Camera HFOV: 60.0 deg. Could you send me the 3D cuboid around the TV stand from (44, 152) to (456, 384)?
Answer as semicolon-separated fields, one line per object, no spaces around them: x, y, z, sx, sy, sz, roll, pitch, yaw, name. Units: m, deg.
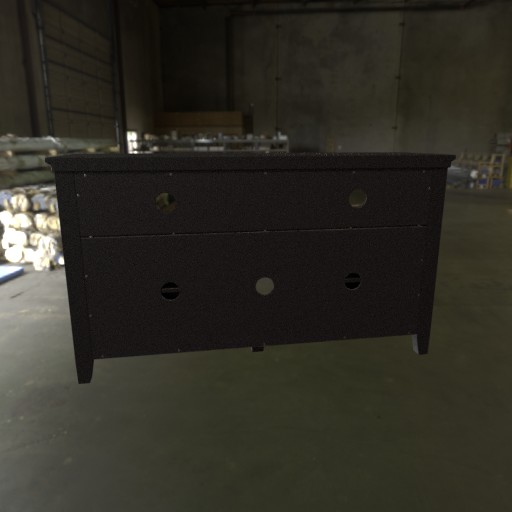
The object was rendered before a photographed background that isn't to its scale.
0.000;0.000;1.522;1.198;0.681;0.347;-2;15;-9;TV stand
